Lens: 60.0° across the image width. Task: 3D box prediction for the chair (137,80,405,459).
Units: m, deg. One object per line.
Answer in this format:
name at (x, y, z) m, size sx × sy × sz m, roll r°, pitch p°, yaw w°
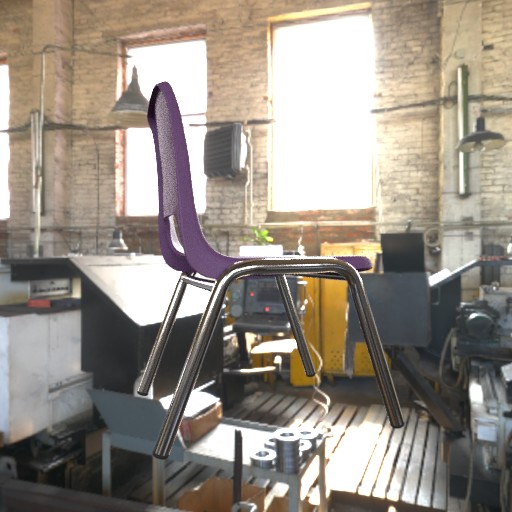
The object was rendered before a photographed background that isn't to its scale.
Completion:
chair at (0.000, 0.000, 0.847) m, size 0.419 × 0.584 × 0.356 m, roll 0°, pitch 0°, yaw -19°
